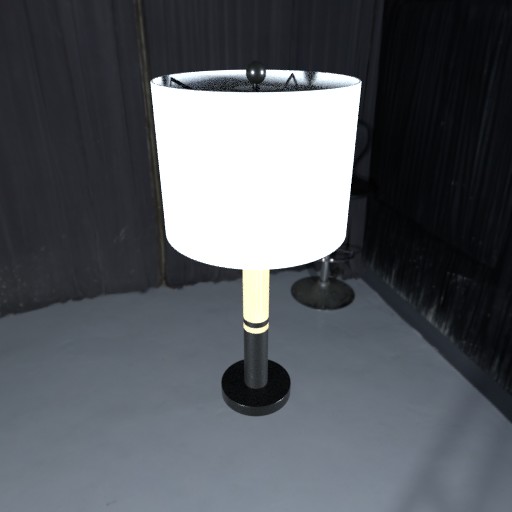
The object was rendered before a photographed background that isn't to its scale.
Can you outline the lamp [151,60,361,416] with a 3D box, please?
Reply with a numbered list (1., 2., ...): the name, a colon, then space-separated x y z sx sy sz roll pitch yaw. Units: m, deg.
1. lamp: 0.000 0.000 0.792 0.305 0.640 0.305 -8 29 -16
